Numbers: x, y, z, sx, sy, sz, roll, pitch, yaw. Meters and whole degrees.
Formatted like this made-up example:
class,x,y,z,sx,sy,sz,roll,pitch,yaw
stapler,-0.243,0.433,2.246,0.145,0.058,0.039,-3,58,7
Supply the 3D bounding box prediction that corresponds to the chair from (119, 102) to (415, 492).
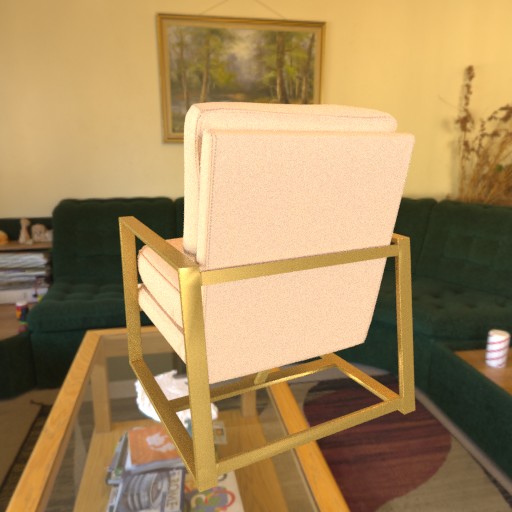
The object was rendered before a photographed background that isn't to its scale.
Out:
class,x,y,z,sx,sy,sz,roll,pitch,yaw
chair,0.000,0.000,1.515,0.758,0.956,0.813,-7,16,-27
